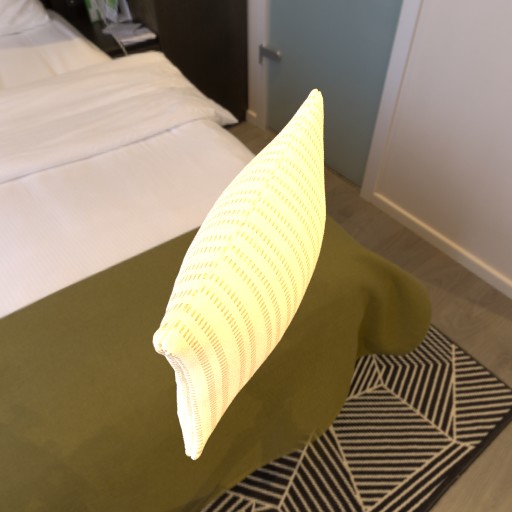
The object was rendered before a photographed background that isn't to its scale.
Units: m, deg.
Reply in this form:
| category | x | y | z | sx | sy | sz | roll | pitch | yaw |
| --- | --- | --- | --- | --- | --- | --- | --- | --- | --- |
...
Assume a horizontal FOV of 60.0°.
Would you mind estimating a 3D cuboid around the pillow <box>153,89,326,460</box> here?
| category | x | y | z | sx | sy | sz | roll | pitch | yaw |
| --- | --- | --- | --- | --- | --- | --- | --- | --- | --- |
| pillow | 0.000 | 0.000 | 0.813 | 0.210 | 0.353 | 0.640 | 16 | 49 | 14 |
